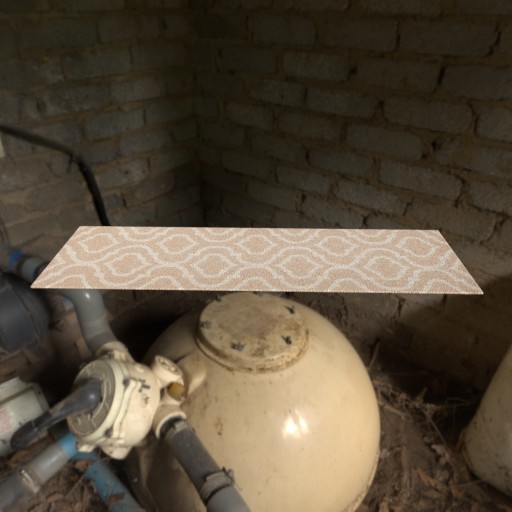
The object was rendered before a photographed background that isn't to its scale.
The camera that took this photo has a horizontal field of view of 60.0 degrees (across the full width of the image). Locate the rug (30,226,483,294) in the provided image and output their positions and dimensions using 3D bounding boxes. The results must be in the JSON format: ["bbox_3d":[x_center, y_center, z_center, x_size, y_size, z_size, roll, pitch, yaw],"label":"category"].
[{"bbox_3d":[0.000,0.000,2.535,2.289,0.013,0.691,1,30,1],"label":"rug"}]
